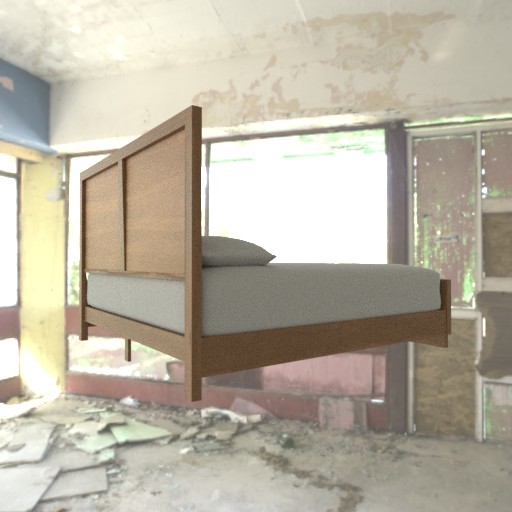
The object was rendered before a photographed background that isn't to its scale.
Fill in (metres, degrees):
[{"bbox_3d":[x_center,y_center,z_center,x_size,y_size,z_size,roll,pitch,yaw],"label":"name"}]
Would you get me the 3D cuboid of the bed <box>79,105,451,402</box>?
[{"bbox_3d":[0.000,0.000,3.518,2.184,1.387,2.003,0,-1,-36],"label":"bed"}]
